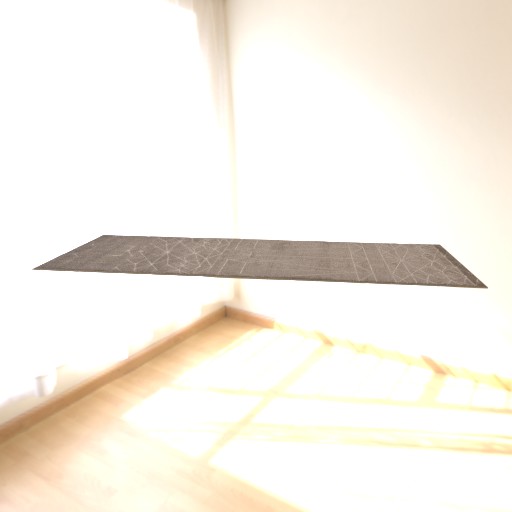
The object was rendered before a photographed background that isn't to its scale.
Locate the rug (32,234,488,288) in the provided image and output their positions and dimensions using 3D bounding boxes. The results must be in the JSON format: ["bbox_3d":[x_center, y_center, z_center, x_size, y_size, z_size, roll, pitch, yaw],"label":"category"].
[{"bbox_3d":[0.000,0.000,2.715,2.388,0.012,0.864,2,16,7],"label":"rug"}]
